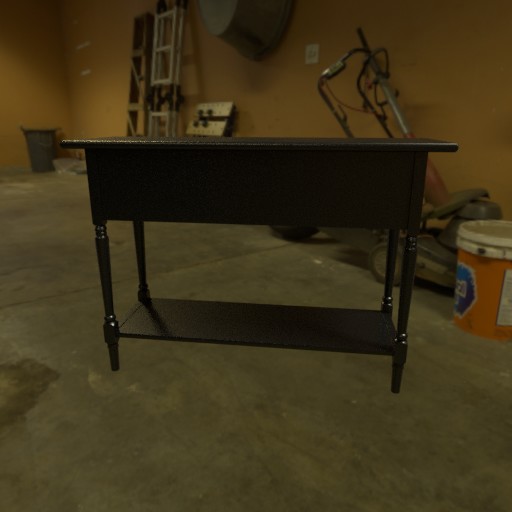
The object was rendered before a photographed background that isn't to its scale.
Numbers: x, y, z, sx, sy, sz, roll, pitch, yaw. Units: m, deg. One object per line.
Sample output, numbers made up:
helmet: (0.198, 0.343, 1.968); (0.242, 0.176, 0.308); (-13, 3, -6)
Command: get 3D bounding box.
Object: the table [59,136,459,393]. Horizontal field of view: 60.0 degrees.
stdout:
table: (0.000, 0.000, 1.607); (1.191, 0.819, 0.386); (2, 17, 8)
